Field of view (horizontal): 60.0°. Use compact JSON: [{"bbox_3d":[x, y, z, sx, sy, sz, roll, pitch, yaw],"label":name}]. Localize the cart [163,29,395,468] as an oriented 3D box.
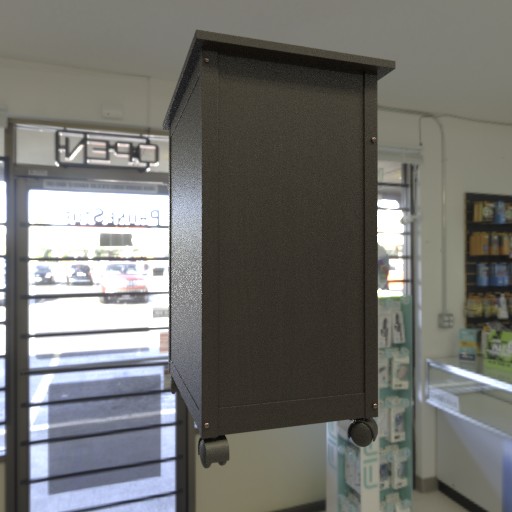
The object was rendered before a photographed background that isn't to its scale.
[{"bbox_3d":[0.000,0.000,1.245,0.456,0.879,0.660,0,0,-18],"label":"cart"}]
